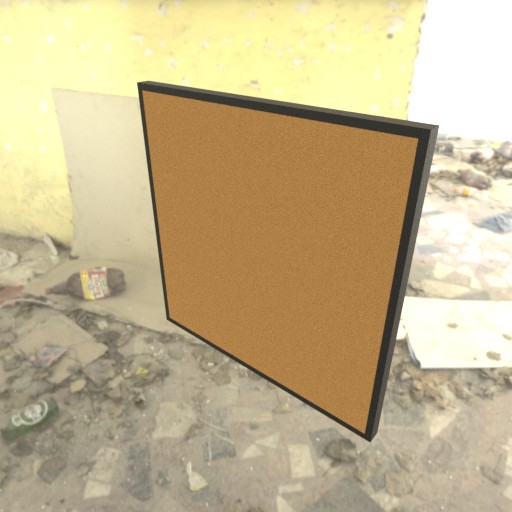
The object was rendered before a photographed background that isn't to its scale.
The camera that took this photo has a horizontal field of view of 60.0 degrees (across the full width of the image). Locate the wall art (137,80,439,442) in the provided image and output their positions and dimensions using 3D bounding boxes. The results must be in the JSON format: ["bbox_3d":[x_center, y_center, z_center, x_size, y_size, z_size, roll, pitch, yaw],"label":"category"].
[{"bbox_3d":[0.000,0.000,1.125,0.763,0.763,0.038,22,37,34],"label":"wall art"}]
